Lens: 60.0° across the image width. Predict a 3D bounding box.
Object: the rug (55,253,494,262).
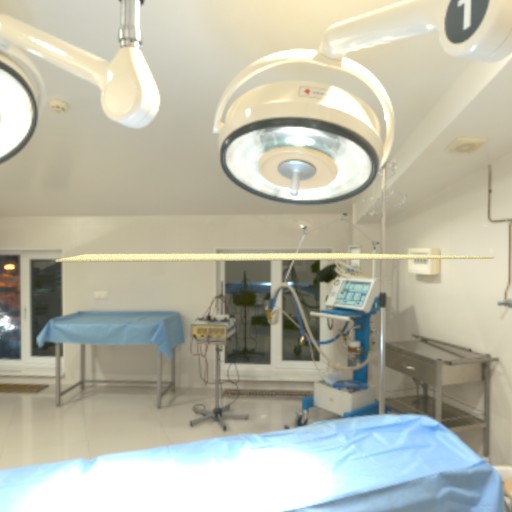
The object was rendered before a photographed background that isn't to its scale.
[{"bbox_3d":[0.000,0.000,4.208,3.204,0.016,2.452,0,1,-17],"label":"rug"}]
